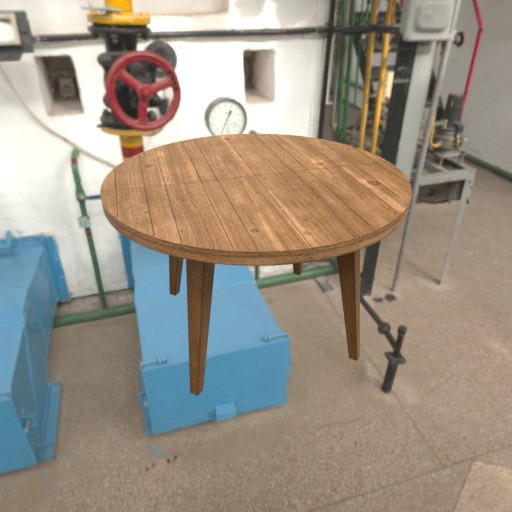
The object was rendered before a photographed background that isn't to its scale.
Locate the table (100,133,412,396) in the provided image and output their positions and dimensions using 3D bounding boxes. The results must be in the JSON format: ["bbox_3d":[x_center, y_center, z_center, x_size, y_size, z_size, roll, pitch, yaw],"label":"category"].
[{"bbox_3d":[0.000,0.000,1.999,1.213,0.764,1.213,0,31,0],"label":"table"}]
